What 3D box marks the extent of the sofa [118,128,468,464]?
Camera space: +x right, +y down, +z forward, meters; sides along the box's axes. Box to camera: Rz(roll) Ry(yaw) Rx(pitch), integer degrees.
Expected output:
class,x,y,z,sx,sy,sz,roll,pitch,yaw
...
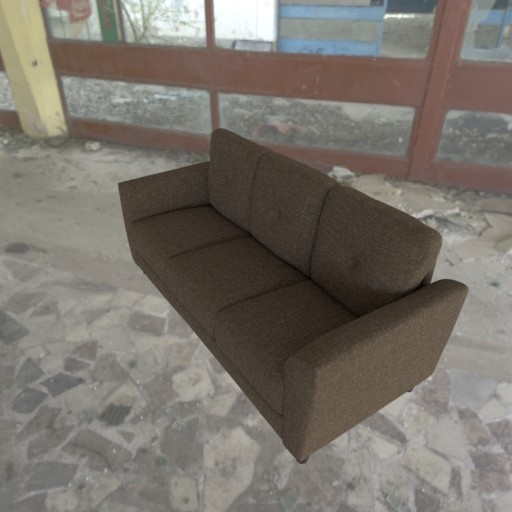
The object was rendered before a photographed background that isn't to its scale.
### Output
class,x,y,z,sx,sy,sz,roll,pitch,yaw
sofa,0.000,0.000,2.324,0.837,0.891,1.847,-20,37,-28
